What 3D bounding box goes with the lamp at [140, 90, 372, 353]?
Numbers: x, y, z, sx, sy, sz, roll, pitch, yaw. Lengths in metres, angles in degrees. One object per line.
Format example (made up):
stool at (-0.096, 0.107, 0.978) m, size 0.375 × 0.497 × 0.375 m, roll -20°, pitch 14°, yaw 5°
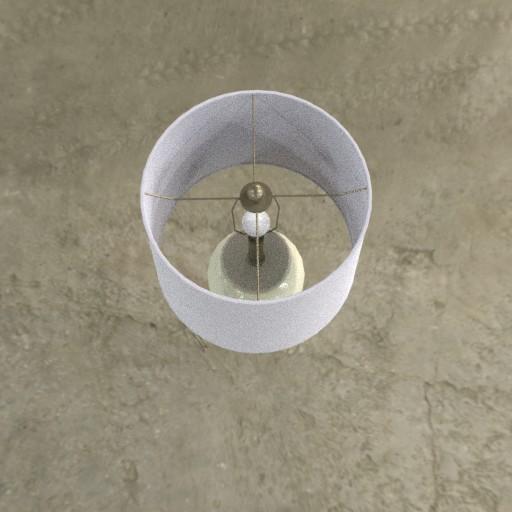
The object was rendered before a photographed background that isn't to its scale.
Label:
lamp at (0.000, 0.000, 0.551) m, size 0.239 × 0.399 × 0.239 m, roll 0°, pitch 74°, yaw 0°
